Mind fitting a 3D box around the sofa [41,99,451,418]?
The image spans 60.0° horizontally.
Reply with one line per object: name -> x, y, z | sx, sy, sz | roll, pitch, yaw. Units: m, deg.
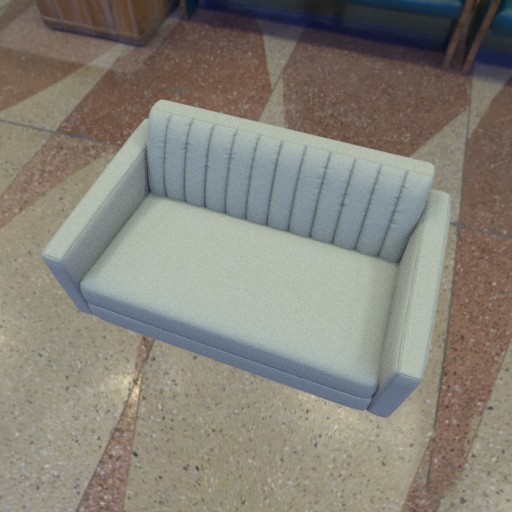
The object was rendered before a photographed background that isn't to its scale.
sofa -> 0.000, 0.000, 2.119 | 1.585, 0.801, 0.950 | 17, 57, 11
